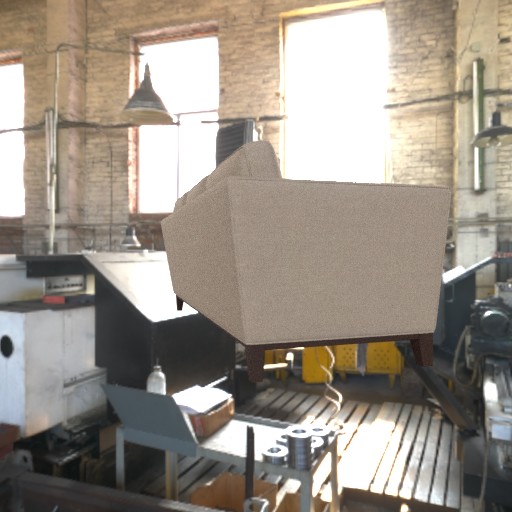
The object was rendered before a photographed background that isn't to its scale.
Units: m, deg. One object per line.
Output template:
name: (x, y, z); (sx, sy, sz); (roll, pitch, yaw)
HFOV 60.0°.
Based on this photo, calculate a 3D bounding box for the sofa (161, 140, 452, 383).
sofa: (0.000, 0.000, 2.826); (0.965, 0.940, 2.388); (0, 1, -18)
